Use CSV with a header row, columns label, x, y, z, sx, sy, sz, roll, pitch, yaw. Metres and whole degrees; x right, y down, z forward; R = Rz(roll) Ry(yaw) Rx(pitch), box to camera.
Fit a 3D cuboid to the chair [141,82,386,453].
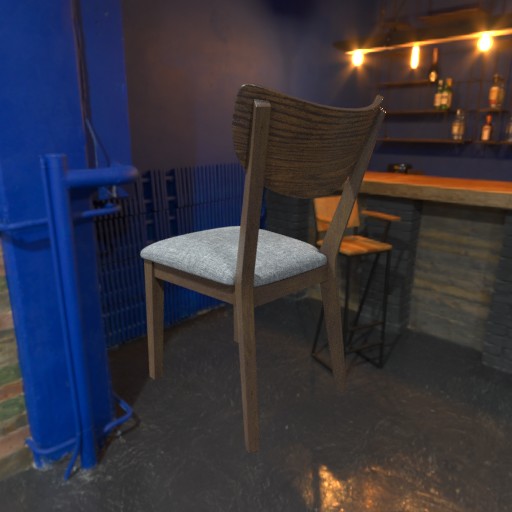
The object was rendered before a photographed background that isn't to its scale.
label,x,y,z,sx,sy,sz,roll,pitch,yaw
chair,0.000,0.000,1.241,0.491,0.849,0.583,-15,22,-42
